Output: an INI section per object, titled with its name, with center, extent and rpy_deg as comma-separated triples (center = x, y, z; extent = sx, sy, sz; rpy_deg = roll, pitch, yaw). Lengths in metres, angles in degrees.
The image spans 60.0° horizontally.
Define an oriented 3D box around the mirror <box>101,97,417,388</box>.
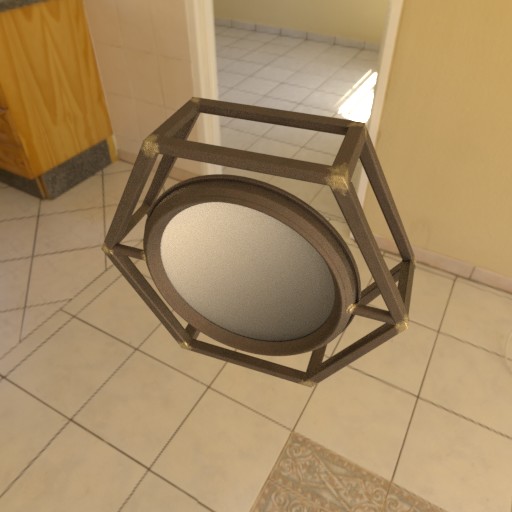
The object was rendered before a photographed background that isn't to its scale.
[mirror]
center = 0.000, 0.000, 0.555
extent = 0.380, 0.334, 0.119
rpy_deg = 13, 44, 14
